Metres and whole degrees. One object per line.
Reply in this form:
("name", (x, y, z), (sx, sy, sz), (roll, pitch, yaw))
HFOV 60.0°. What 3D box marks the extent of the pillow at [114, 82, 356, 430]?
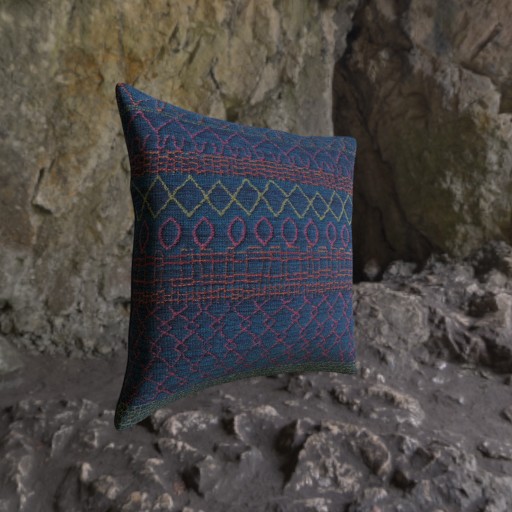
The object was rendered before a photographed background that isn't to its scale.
("pillow", (0.000, 0.000, 0.672), (0.431, 0.431, 0.141), (0, 1, -35))
